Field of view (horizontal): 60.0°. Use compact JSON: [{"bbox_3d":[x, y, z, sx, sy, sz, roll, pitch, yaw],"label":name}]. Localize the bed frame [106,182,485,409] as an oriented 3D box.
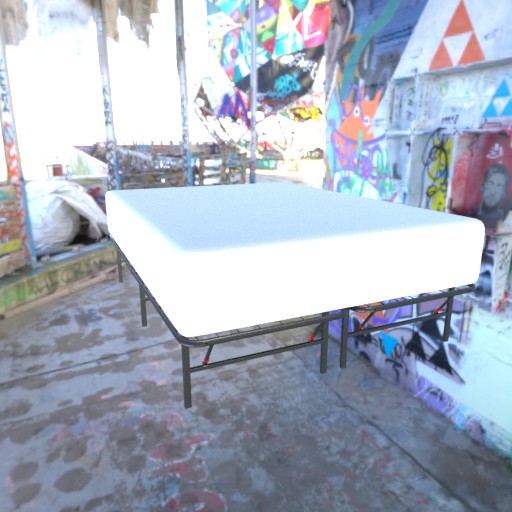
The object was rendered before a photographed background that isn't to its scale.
[{"bbox_3d":[0.000,0.000,2.762,1.528,0.677,2.037,-7,17,-24],"label":"bed frame"}]
